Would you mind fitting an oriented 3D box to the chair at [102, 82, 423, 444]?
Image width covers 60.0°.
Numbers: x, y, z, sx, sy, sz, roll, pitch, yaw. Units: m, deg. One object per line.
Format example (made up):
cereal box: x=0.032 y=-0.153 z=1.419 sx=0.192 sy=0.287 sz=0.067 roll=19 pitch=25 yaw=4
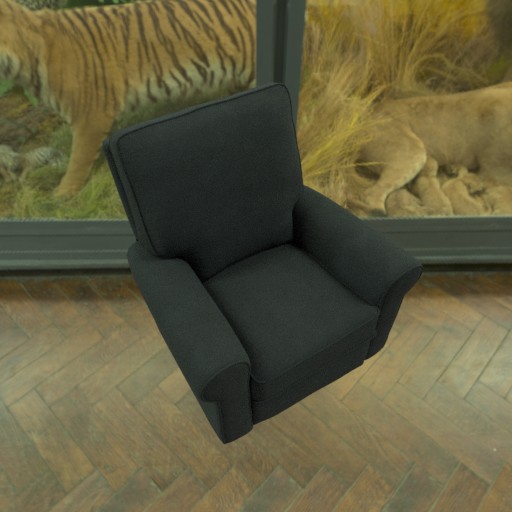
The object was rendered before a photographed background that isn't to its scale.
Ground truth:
chair: x=0.000 y=0.000 z=1.672 sx=0.890 sy=0.961 sz=0.878 roll=-24 pitch=52 yaw=-21
